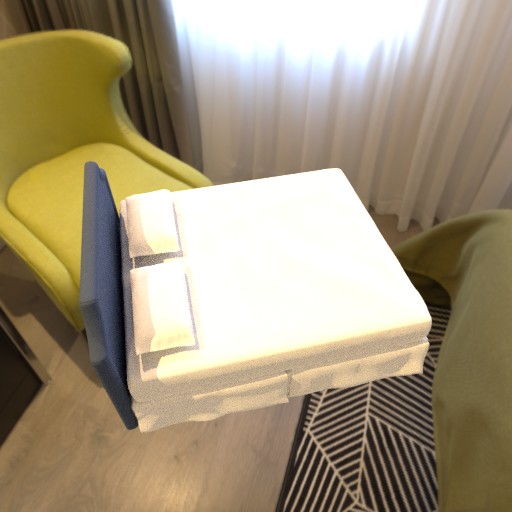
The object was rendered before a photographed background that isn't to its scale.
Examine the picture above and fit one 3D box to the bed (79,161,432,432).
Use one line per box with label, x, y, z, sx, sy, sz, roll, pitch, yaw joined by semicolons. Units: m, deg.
bed;0.000;0.000;4.190;2.773;1.488;2.350;-10;48;-9
